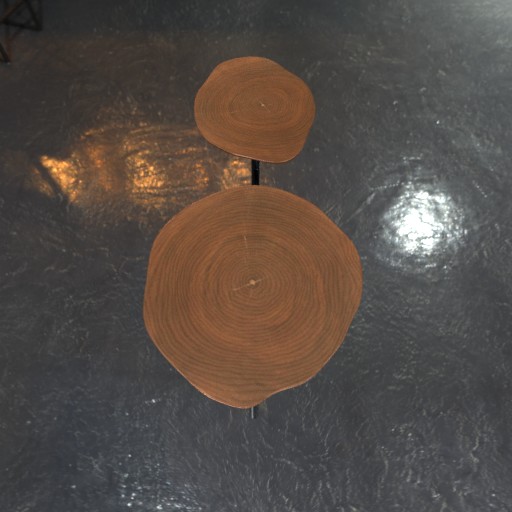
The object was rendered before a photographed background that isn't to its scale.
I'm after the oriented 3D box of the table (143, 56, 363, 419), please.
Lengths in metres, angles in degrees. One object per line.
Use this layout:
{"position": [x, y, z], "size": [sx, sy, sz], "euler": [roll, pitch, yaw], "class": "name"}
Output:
{"position": [0.000, 0.000, 1.064], "size": [0.442, 0.538, 0.759], "euler": [1, 59, 1], "class": "table"}
